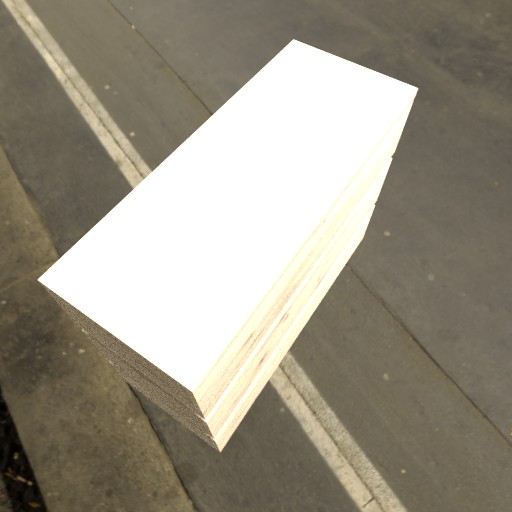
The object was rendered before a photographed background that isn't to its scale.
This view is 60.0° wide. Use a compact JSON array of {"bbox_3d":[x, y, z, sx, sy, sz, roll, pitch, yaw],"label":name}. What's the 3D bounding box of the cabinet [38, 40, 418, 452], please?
[{"bbox_3d":[0.000,0.000,1.457,0.420,0.820,1.040,30,63,17],"label":"cabinet"}]
